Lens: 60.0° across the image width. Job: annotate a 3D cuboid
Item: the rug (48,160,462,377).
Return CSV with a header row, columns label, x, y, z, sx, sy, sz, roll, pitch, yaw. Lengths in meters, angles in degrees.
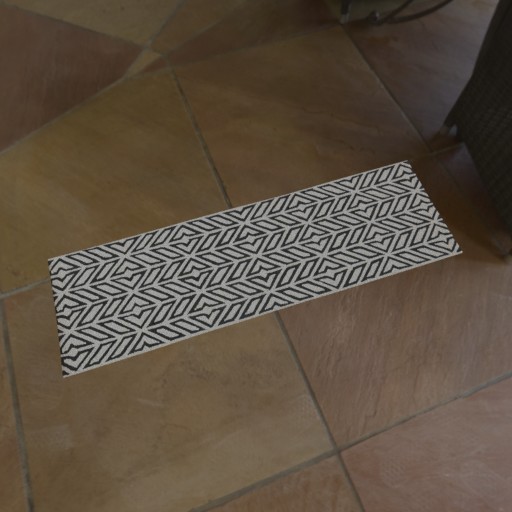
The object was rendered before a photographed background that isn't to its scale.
label,x,y,z,sx,sy,sz,roll,pitch,yaw
rug,0.000,0.000,2.719,2.435,0.009,0.750,-16,64,-8
